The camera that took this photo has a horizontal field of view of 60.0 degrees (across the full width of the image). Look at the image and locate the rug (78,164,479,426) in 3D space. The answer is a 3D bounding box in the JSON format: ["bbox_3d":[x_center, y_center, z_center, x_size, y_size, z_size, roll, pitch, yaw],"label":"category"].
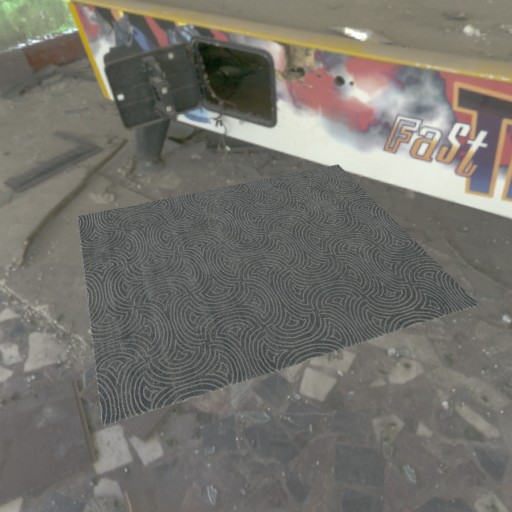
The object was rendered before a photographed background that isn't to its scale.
[{"bbox_3d":[0.000,0.000,4.140,3.042,0.021,2.456,-14,43,-15],"label":"rug"}]
